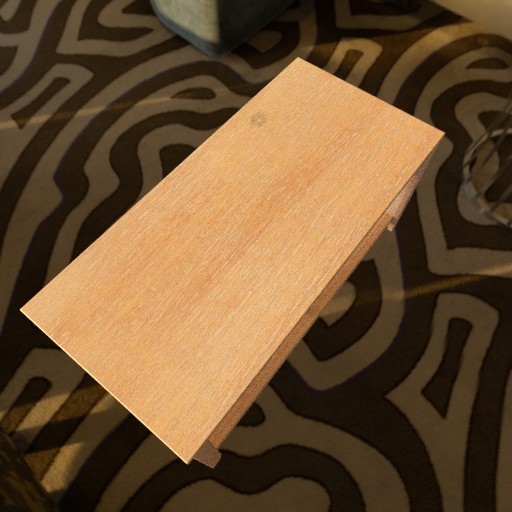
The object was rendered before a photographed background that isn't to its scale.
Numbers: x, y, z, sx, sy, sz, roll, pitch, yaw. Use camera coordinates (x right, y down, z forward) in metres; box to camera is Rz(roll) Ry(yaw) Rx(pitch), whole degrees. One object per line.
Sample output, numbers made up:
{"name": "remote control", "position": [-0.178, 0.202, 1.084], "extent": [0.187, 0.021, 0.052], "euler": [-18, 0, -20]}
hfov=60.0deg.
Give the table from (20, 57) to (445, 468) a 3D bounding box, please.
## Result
{"name": "table", "position": [0.000, 0.000, 1.264], "extent": [0.483, 0.457, 1.016], "euler": [35, 68, 17]}
